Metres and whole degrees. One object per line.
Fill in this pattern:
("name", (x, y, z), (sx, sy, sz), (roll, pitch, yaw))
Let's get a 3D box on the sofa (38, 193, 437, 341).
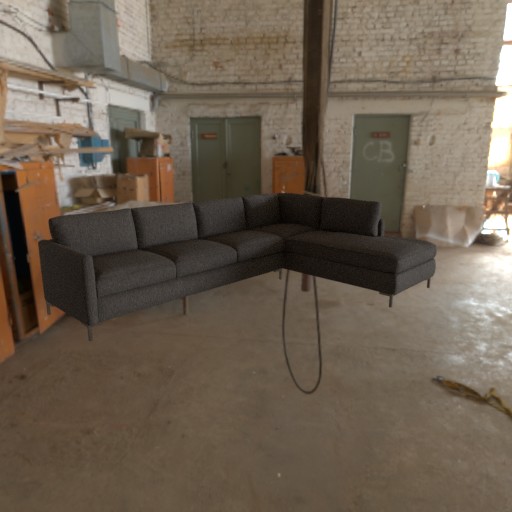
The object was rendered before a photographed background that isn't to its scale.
("sofa", (0.000, 0.000, 3.864), (2.007, 0.815, 2.949), (13, 19, 43))
